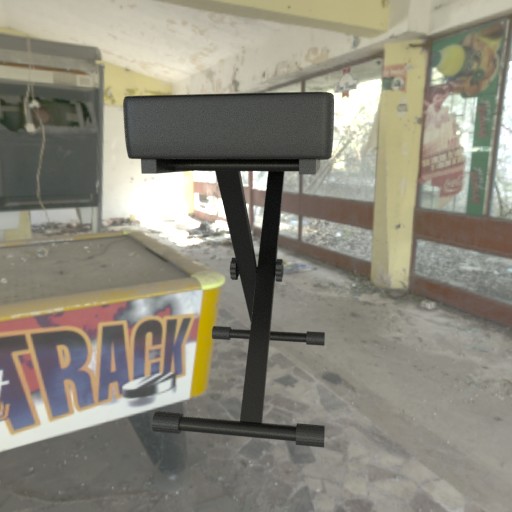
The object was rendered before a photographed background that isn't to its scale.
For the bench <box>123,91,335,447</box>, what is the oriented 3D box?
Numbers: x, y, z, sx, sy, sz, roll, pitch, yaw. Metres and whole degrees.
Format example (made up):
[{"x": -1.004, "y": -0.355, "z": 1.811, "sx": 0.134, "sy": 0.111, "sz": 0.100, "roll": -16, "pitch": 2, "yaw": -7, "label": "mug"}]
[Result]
[{"x": 0.000, "y": 0.000, "z": 0.928, "sx": 0.300, "sy": 0.561, "sz": 0.600, "roll": 2, "pitch": 12, "yaw": 8, "label": "bench"}]
